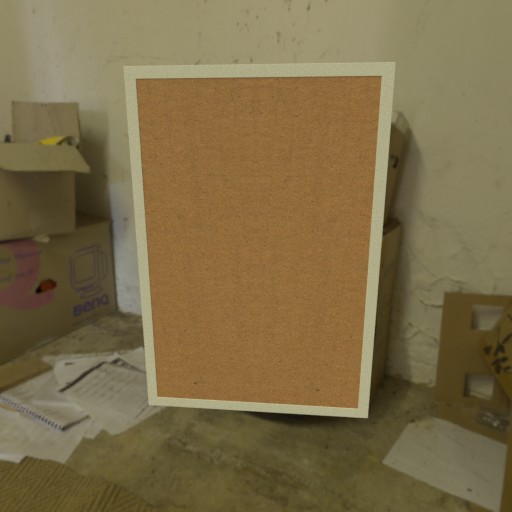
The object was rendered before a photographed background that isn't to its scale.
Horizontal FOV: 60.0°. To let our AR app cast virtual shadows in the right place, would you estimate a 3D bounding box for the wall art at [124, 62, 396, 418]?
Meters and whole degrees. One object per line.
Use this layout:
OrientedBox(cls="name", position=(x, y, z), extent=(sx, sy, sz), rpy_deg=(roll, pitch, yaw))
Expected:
OrientedBox(cls="wall art", position=(0.000, 0.000, 1.208), extent=(0.660, 0.965, 0.015), rpy_deg=(2, 16, 5))
